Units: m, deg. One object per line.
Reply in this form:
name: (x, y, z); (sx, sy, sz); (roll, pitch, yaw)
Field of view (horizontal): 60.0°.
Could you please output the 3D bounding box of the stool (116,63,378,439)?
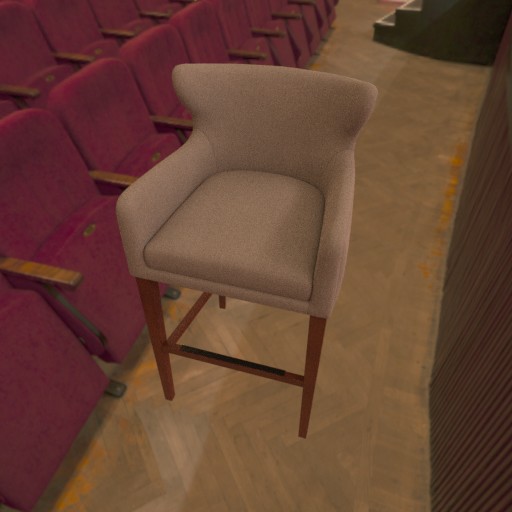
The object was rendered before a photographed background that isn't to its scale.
stool: (0.000, 0.000, 1.422); (0.575, 1.047, 0.575); (11, 42, 12)
